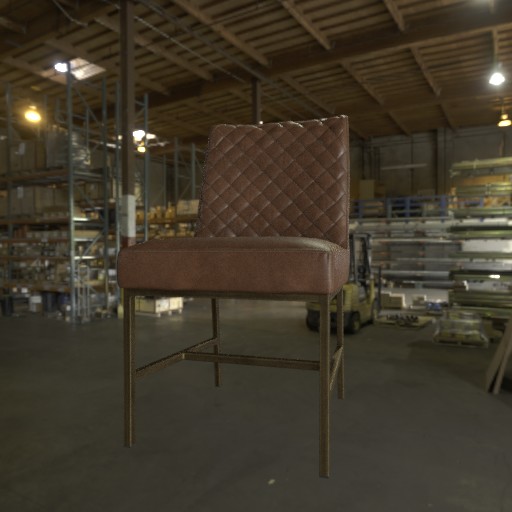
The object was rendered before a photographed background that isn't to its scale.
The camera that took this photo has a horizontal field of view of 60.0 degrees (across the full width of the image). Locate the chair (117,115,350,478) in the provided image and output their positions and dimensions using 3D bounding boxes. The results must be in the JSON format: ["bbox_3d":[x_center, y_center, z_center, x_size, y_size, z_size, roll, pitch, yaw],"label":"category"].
[{"bbox_3d":[0.000,0.000,1.218,0.508,0.889,0.587,0,1,17],"label":"chair"}]
